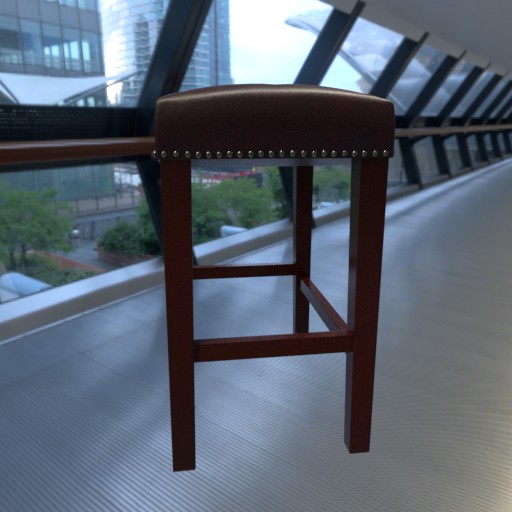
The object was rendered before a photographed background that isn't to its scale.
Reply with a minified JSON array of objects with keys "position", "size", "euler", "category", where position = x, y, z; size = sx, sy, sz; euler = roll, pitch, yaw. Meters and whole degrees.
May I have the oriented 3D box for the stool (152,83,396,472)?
[{"position":[0.000,0.000,0.959],"size":[0.372,0.657,0.504],"euler":[-2,16,-8],"category":"stool"}]
